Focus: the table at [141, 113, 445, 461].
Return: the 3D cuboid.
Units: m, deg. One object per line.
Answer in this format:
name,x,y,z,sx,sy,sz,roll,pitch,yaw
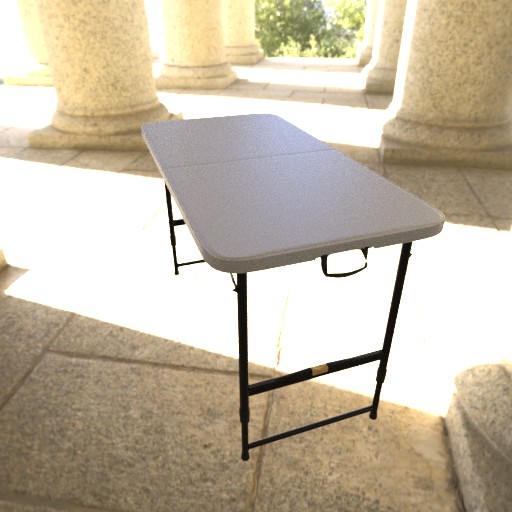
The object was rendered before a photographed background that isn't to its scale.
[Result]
table,0.000,0.000,1.641,0.611,0.737,1.245,-10,32,-17
